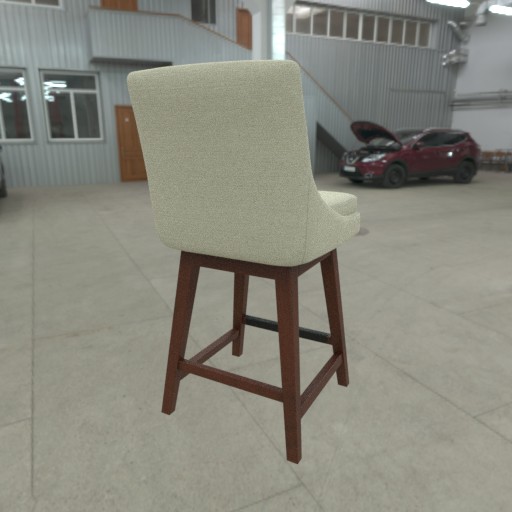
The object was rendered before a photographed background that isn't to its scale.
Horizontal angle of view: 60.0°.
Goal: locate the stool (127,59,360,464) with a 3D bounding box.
[{"bbox_3d":[0.000,0.000,1.306,0.469,0.991,0.559,9,18,28],"label":"stool"}]
